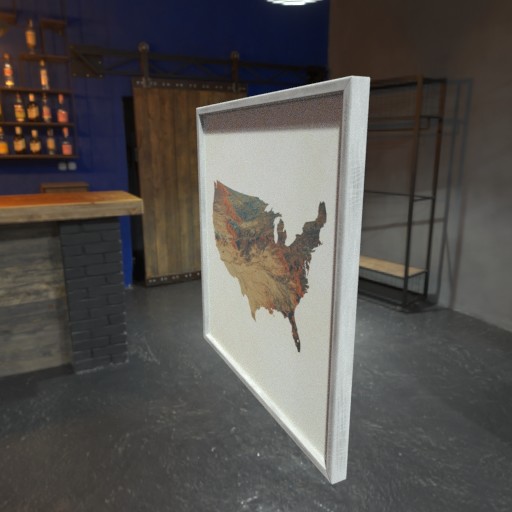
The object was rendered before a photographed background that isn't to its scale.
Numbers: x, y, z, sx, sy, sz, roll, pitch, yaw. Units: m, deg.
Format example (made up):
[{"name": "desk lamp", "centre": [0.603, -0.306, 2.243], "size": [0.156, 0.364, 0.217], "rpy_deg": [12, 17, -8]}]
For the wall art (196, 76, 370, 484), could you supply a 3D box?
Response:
[{"name": "wall art", "centre": [0.000, 0.000, 0.448], "size": [0.015, 0.303, 0.303], "rpy_deg": [-7, 16, -25]}]
